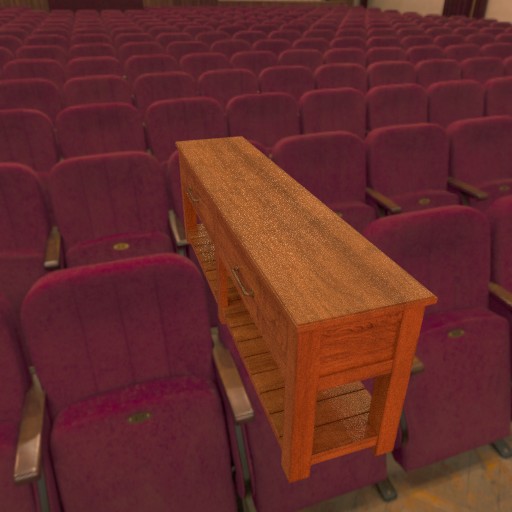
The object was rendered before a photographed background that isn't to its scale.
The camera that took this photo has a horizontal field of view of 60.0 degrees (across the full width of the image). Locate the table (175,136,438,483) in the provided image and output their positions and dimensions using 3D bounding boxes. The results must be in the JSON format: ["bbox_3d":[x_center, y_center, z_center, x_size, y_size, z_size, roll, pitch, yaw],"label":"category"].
[{"bbox_3d":[0.000,0.000,2.033,0.425,0.635,1.815,-9,30,-16],"label":"table"}]
